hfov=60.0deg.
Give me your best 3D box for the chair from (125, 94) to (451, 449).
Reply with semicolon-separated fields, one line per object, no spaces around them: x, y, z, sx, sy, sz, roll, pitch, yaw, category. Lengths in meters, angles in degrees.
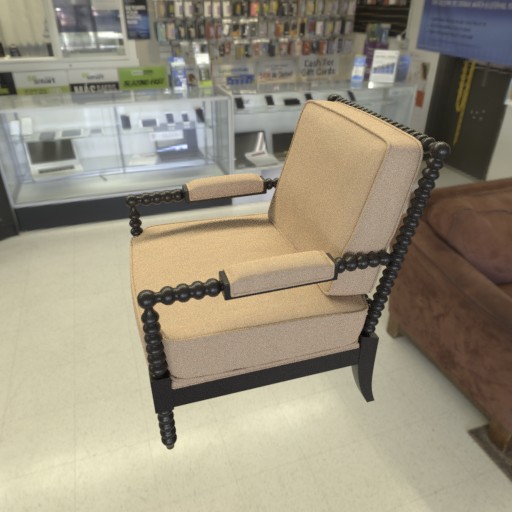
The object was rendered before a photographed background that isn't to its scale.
0.000;0.000;1.173;0.657;0.703;0.555;-9;32;-14;chair
